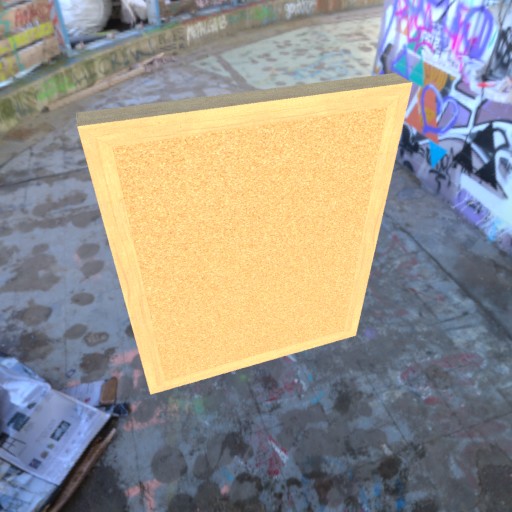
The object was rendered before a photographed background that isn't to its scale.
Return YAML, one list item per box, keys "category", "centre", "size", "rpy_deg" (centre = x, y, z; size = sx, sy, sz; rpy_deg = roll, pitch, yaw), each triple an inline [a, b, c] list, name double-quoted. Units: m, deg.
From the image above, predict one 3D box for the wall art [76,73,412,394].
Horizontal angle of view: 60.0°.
- category: "wall art"
  centre: [0.000, 0.000, 0.525]
  size: [0.312, 0.380, 0.030]
  rpy_deg: [-13, 42, -14]
